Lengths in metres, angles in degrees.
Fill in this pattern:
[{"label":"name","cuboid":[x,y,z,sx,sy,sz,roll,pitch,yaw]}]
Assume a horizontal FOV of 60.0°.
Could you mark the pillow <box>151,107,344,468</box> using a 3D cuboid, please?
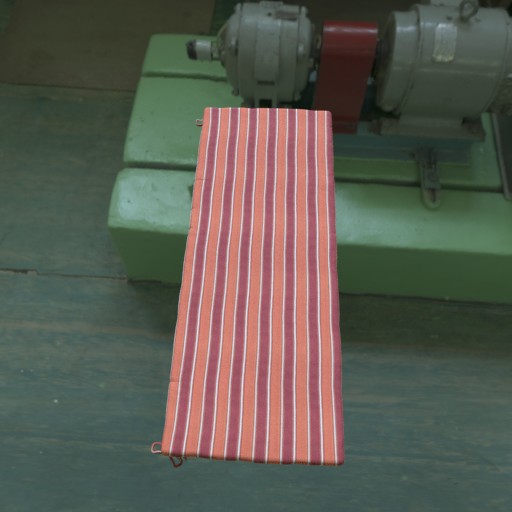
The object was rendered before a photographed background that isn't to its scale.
[{"label":"pillow","cuboid":[0.000,0.000,1.358,0.492,0.081,1.187,2,64,1]}]
